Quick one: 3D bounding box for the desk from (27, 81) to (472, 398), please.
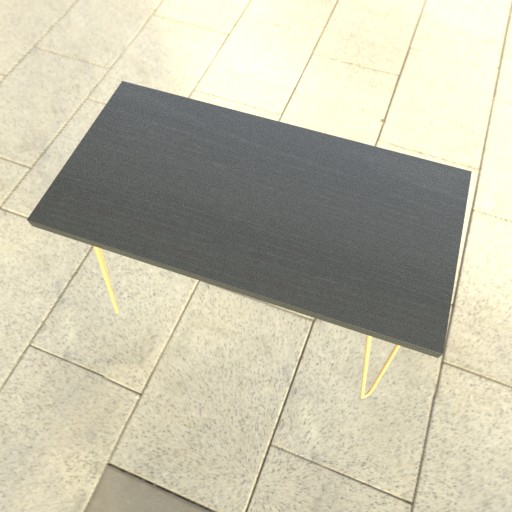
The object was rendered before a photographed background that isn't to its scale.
[{"bbox_3d":[0.000,0.000,1.389,0.991,0.660,0.499,17,64,9],"label":"desk"}]
